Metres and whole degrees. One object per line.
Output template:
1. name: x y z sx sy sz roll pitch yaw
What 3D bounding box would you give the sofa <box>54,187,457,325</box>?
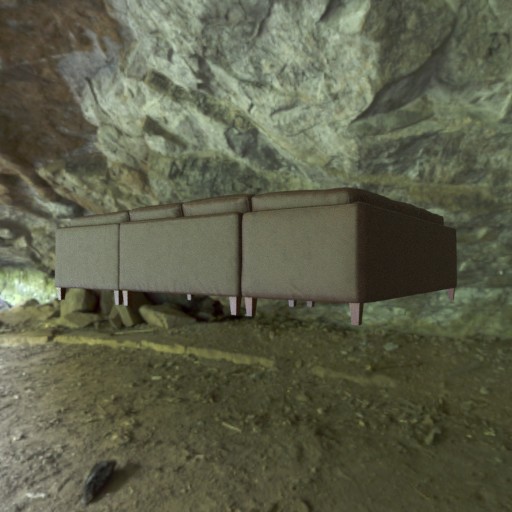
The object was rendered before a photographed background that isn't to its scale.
1. sofa: 0.000 0.000 4.686 3.460 0.923 2.593 -1 -1 36
